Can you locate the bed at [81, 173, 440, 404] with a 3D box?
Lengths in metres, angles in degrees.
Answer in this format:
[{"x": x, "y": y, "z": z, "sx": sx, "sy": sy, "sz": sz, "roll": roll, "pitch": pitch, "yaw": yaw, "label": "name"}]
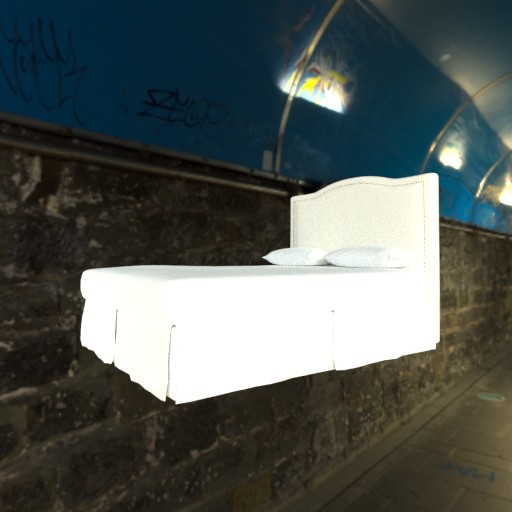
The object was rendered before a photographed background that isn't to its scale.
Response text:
[{"x": 0.000, "y": 0.000, "z": 3.473, "sx": 2.282, "sy": 1.436, "sz": 1.821, "roll": 0, "pitch": 0, "yaw": -35, "label": "bed"}]
